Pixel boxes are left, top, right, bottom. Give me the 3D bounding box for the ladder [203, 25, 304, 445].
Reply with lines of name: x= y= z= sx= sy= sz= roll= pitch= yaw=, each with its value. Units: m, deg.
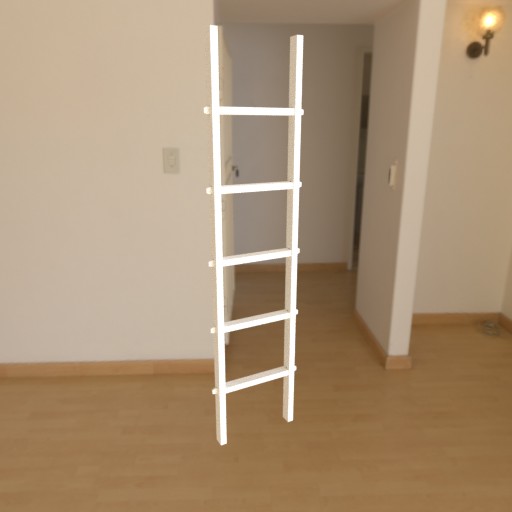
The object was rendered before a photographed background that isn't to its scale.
ladder: x=0.000 y=0.000 z=1.955 sx=0.452 sy=1.797 sz=0.051 roll=-8 pitch=18 yaw=-27
